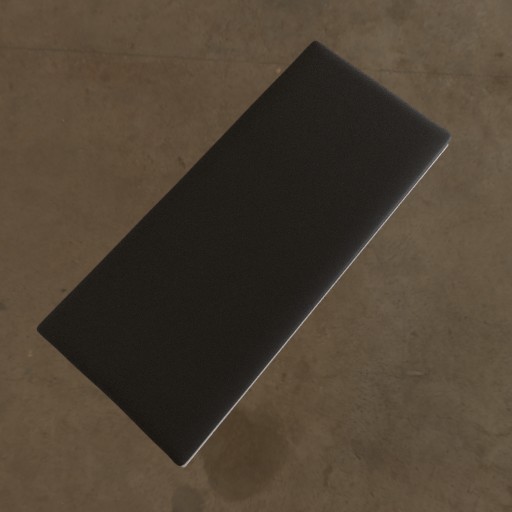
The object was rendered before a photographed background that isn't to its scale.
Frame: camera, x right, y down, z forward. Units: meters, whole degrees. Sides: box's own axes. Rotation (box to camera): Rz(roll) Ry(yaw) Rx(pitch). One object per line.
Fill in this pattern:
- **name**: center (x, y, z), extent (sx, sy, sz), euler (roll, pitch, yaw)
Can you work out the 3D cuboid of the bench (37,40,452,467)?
- **bench**: center (0.000, 0.000, 1.161), extent (0.401, 0.500, 0.899), euler (39, 79, 9)
